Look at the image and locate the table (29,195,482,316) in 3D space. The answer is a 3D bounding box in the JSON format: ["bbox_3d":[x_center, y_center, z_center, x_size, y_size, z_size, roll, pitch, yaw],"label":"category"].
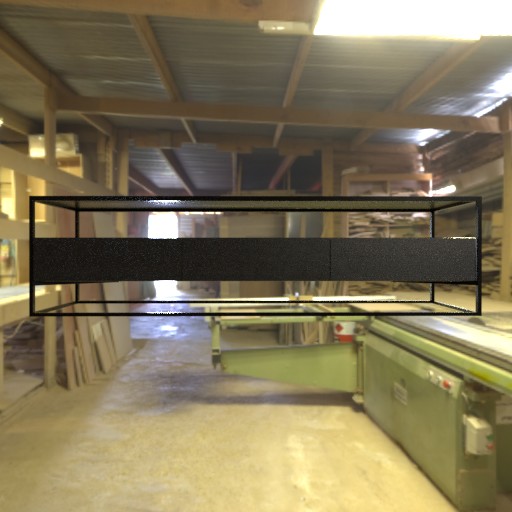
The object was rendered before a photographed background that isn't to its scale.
[{"bbox_3d":[0.000,0.000,1.650,1.486,0.395,0.399,0,0,-1],"label":"table"}]
